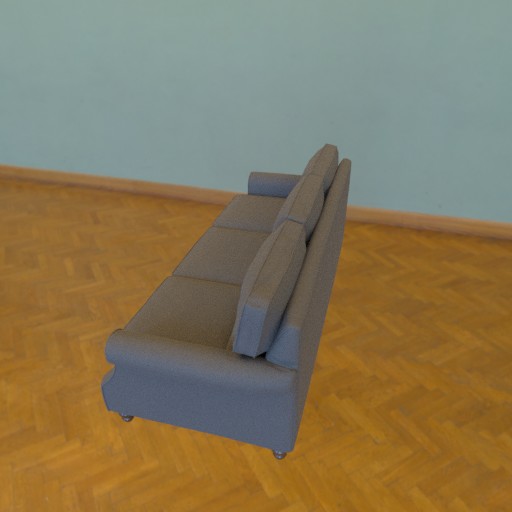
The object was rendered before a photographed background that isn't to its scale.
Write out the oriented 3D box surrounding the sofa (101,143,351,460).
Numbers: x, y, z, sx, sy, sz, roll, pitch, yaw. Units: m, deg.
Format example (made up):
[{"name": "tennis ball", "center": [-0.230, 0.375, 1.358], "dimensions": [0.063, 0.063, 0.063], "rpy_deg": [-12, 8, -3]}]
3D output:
[{"name": "sofa", "center": [0.000, 0.000, 2.831], "dimensions": [0.966, 0.948, 2.353], "rpy_deg": [8, 31, 13]}]
